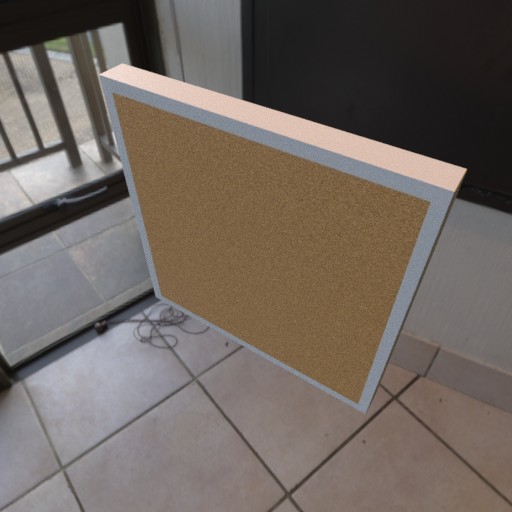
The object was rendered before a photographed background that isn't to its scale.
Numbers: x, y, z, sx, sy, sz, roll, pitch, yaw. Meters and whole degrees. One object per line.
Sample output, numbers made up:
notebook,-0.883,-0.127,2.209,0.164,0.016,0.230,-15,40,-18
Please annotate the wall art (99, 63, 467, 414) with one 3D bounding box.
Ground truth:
wall art,0.000,0.000,0.591,0.406,0.406,0.038,25,51,22
